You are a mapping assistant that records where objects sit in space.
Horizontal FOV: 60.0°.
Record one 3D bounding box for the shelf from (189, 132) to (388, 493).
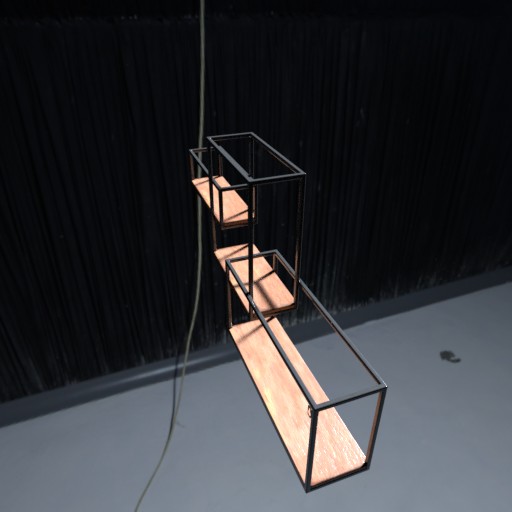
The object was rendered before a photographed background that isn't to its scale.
[{"bbox_3d":[0.000,0.000,2.127,0.275,0.972,1.781,-11,33,-17],"label":"shelf"}]
